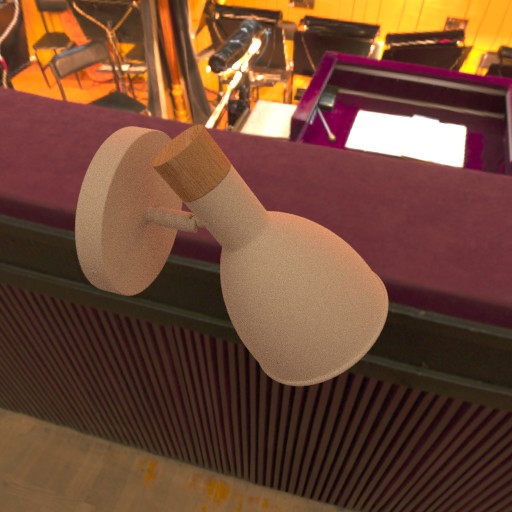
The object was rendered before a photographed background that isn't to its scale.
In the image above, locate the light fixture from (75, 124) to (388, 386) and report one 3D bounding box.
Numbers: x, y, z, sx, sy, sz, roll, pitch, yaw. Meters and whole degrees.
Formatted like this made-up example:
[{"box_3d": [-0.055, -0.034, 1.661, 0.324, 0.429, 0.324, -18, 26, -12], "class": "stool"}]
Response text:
[{"box_3d": [0.000, 0.000, 0.335, 0.209, 0.199, 0.127, 12, 49, 11], "class": "light fixture"}]
